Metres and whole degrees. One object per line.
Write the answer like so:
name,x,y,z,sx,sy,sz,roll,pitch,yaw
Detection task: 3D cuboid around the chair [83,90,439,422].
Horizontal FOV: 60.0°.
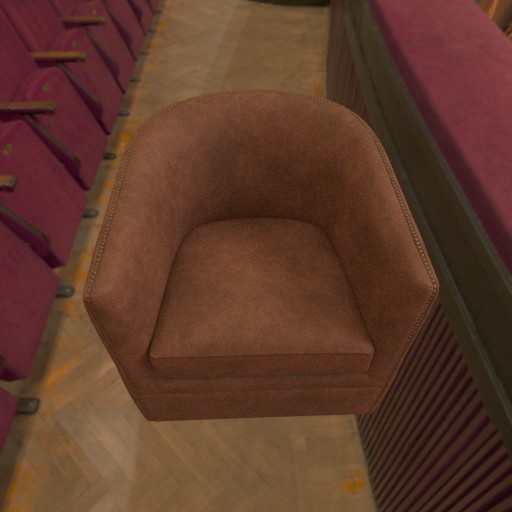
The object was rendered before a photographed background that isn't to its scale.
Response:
chair,0.000,0.000,1.523,0.850,0.790,0.870,-2,46,-1
